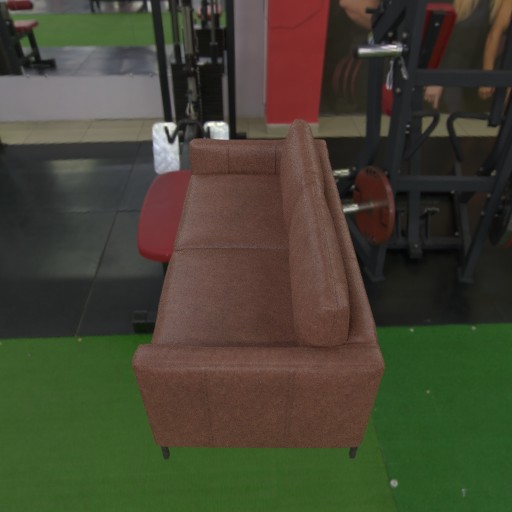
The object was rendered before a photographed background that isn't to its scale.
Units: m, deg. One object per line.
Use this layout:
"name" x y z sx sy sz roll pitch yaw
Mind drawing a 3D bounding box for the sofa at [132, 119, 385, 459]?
"sofa" 0.000 0.000 2.304 0.899 0.883 1.797 0 40 0
